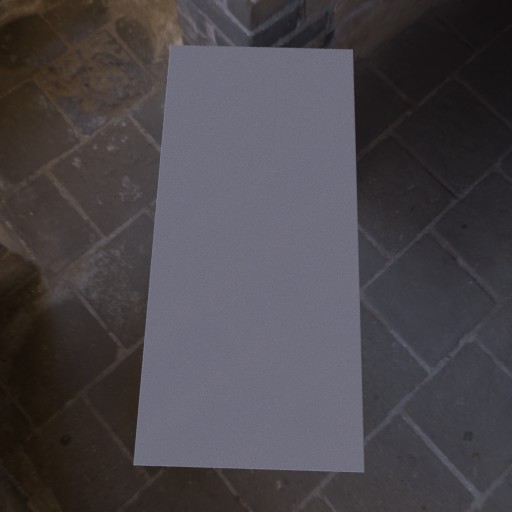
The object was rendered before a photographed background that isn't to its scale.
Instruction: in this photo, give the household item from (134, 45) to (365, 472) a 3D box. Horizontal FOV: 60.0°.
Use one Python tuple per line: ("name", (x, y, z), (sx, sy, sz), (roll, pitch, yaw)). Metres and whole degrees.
("household item", (0.000, 0.000, 2.099), (0.800, 0.745, 1.700), (2, 76, 0))
